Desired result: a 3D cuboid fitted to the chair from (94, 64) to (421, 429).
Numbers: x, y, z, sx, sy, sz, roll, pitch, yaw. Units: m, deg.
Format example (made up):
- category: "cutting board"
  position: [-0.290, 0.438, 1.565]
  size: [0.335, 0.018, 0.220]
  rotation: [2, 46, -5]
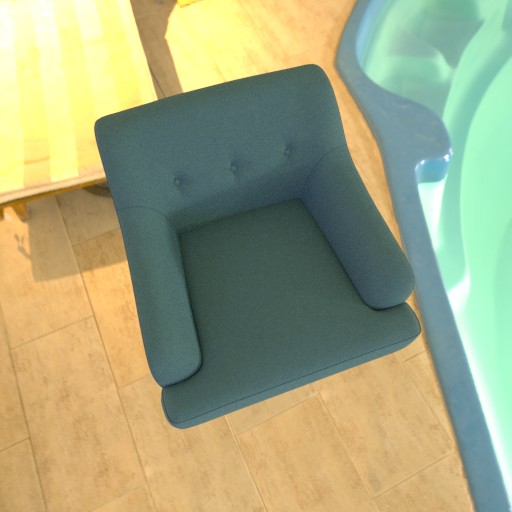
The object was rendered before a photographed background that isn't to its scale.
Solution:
- category: "chair"
  position: [0.000, 0.000, 1.652]
  size: [0.946, 0.818, 0.951]
  rotation: [-18, 65, -9]
